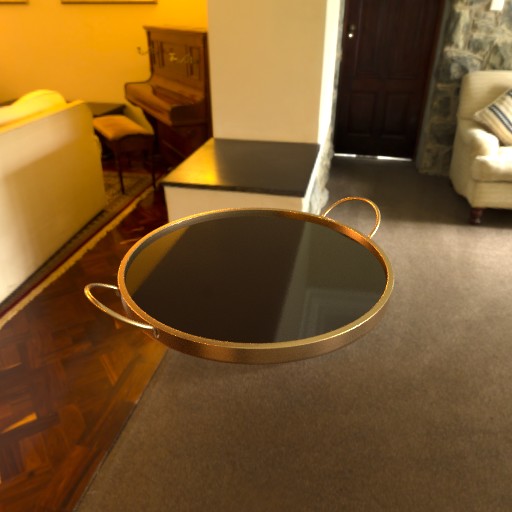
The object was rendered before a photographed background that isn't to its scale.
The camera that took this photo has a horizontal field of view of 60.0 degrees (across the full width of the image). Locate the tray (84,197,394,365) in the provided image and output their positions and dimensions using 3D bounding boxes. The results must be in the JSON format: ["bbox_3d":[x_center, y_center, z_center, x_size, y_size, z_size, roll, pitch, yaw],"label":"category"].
[{"bbox_3d":[0.000,0.000,0.725,0.543,0.069,0.438,-21,35,-32],"label":"tray"}]
